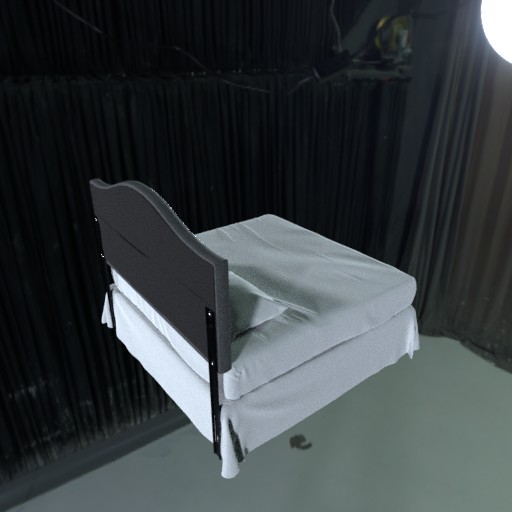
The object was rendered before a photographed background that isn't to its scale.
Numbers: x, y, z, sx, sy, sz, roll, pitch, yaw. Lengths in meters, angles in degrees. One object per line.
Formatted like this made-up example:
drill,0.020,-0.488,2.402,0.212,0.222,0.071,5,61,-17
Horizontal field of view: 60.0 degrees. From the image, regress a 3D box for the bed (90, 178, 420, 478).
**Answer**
bed,0.000,0.000,3.871,2.219,1.651,2.314,-18,31,-33
